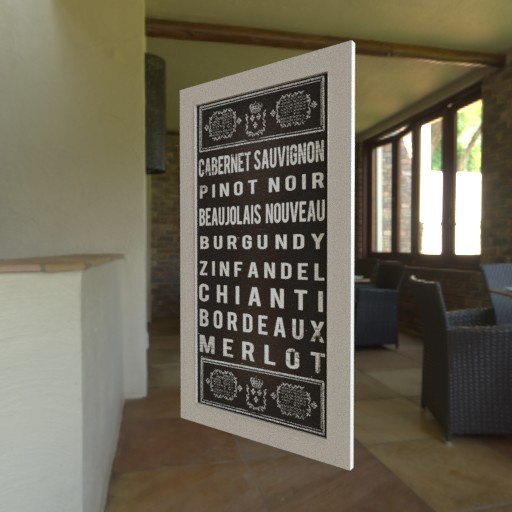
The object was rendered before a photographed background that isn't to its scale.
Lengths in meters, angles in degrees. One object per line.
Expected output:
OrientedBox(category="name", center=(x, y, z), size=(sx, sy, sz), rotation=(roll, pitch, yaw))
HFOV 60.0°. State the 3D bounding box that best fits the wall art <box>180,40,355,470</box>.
OrientedBox(category="wall art", center=(0.000, 0.000, 0.819), size=(0.380, 0.683, 0.013), rotation=(1, 1, 36))
